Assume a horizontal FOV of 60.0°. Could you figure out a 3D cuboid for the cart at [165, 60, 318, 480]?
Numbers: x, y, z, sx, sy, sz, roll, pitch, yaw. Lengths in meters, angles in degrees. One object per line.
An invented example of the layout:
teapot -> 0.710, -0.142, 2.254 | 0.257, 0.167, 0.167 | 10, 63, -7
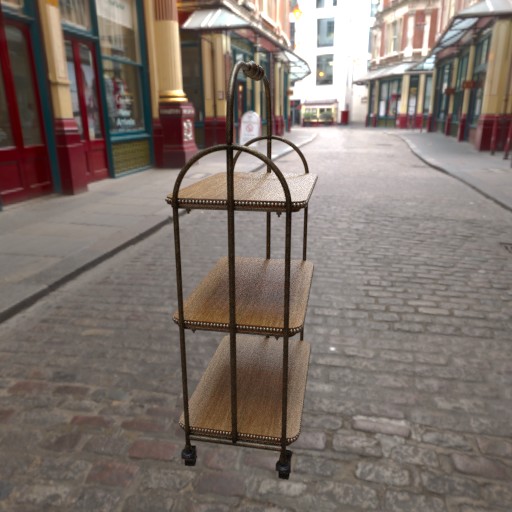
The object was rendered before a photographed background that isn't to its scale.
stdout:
cart -> 0.000, 0.000, 1.317 | 0.330, 1.052, 0.650 | 3, 17, 10
